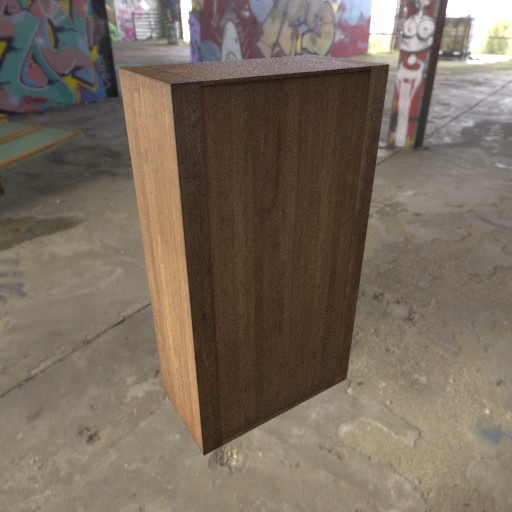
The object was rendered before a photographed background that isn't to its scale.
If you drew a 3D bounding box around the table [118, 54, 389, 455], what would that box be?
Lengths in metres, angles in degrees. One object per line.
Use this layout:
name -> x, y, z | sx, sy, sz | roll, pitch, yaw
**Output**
table -> 0.000, 0.000, 2.519 | 1.100, 2.000, 0.600 | -18, 34, -28
